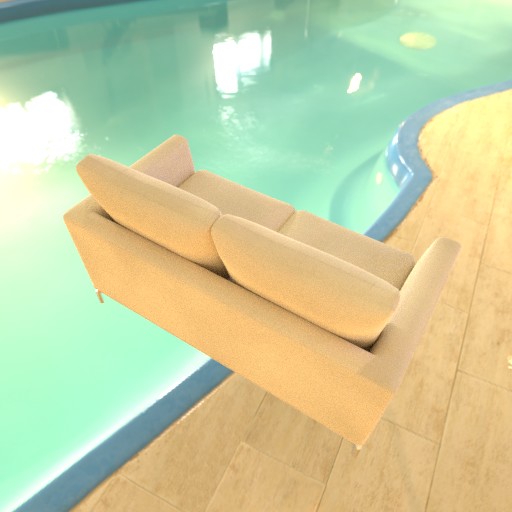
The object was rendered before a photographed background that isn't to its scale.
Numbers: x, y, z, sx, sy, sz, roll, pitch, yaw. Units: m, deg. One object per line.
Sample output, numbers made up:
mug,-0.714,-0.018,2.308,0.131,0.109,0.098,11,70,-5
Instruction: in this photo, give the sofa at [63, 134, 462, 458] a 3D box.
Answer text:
sofa,0.000,0.000,2.278,1.739,0.995,0.906,25,52,21
